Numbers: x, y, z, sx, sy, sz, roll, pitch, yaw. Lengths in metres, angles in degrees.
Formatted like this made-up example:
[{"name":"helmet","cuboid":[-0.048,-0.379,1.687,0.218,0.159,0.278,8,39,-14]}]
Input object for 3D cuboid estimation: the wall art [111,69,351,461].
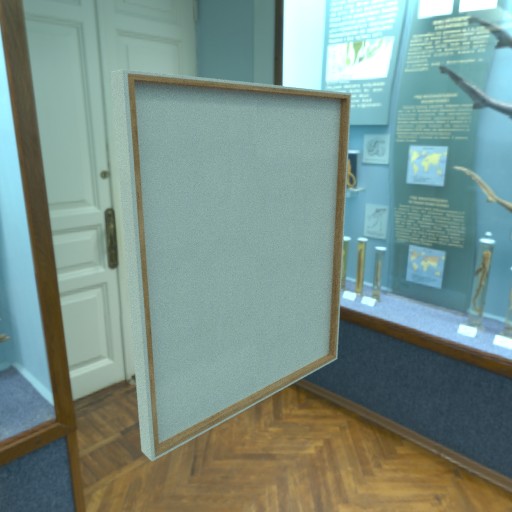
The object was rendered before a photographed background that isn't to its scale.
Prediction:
[{"name":"wall art","cuboid":[0.000,0.000,0.836,0.508,0.606,0.037,-14,21,-42]}]
